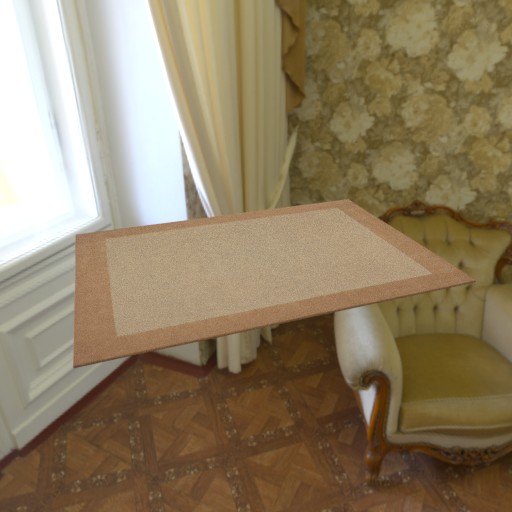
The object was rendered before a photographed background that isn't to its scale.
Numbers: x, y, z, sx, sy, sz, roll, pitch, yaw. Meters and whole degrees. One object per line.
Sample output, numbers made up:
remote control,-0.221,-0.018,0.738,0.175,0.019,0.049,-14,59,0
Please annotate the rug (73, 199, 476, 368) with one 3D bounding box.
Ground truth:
rug,0.000,0.000,2.378,1.829,0.014,1.219,-9,29,-17
